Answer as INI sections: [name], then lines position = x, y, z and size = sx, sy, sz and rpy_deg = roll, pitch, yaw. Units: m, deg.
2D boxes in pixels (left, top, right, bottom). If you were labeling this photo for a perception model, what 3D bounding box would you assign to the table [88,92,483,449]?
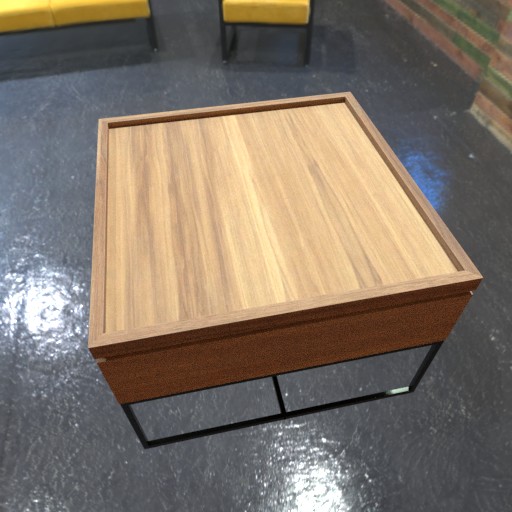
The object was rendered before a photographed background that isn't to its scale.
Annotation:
[table]
position = 0.000, 0.000, 1.127
size = 0.676, 0.464, 0.679
rpy_deg = -9, 49, -8
